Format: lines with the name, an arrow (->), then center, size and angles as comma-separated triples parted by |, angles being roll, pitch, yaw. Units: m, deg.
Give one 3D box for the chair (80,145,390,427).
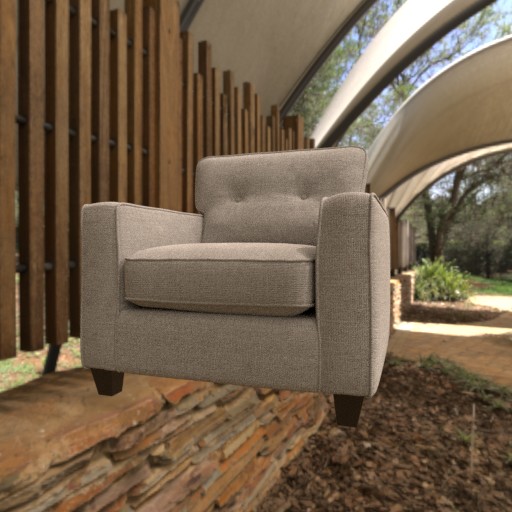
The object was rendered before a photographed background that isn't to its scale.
chair -> 0.000, 0.000, 1.783 | 1.015, 0.965, 0.939 | 0, 1, 19
